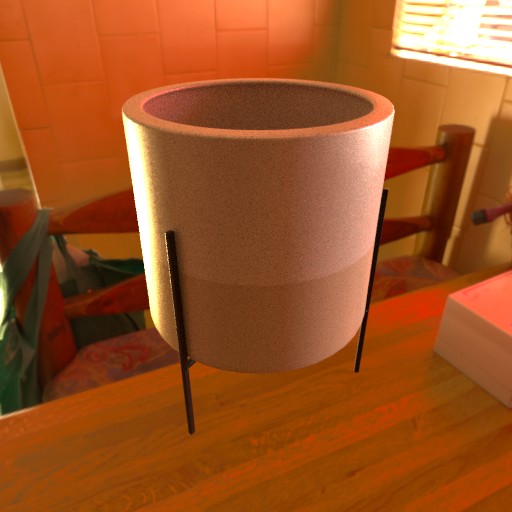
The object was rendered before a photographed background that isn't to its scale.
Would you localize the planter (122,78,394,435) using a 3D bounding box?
[{"bbox_3d":[0.000,0.000,0.715,0.359,0.484,0.368,20,36,30],"label":"planter"}]
